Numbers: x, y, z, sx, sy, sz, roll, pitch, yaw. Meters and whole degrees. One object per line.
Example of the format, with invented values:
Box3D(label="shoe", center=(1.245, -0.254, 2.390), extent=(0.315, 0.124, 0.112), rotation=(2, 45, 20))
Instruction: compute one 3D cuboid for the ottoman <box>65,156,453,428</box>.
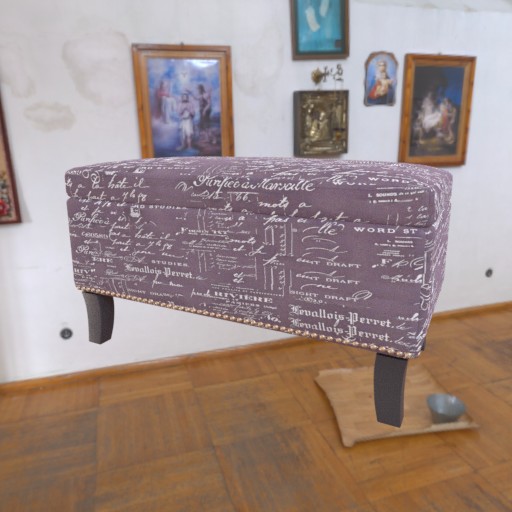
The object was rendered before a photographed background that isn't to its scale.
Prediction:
Box3D(label="ottoman", center=(0.000, 0.000, 1.056), extent=(0.813, 0.457, 0.406), rotation=(8, 17, 26))
